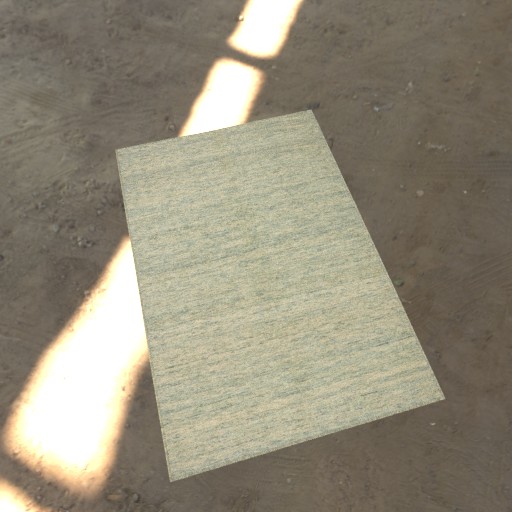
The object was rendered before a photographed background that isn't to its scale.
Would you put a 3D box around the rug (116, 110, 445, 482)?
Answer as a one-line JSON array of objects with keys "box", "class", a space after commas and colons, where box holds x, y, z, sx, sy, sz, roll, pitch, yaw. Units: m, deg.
[{"box": [0.000, 0.000, 2.328, 1.250, 0.015, 1.850, -14, 63, -7], "class": "rug"}]
